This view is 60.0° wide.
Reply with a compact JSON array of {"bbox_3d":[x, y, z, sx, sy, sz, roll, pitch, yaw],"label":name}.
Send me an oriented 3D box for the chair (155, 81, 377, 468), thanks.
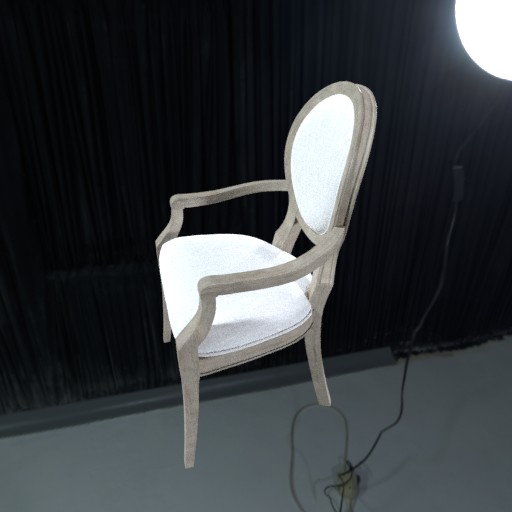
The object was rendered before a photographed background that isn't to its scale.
[{"bbox_3d":[0.000,0.000,1.370,0.602,0.991,0.611,-8,30,-14],"label":"chair"}]
